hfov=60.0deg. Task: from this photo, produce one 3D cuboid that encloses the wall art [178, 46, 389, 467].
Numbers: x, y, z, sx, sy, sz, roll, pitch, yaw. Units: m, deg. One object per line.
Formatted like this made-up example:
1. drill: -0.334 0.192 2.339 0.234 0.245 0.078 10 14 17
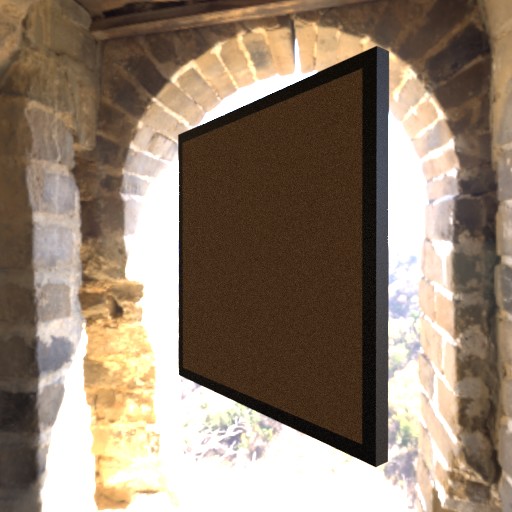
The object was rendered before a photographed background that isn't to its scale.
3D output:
1. wall art: 0.000 0.000 1.118 0.038 0.765 0.765 0 1 -37
